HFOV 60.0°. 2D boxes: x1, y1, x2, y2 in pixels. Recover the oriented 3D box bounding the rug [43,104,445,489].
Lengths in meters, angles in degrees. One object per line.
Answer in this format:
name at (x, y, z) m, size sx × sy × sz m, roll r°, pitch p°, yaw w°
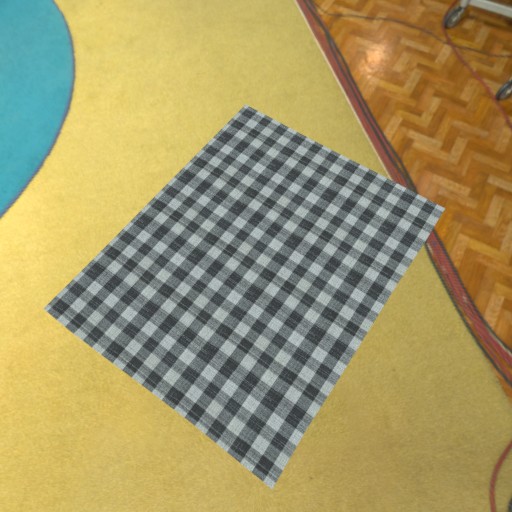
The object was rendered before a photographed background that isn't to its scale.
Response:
rug at (0.000, 0.000, 4.123) m, size 2.432 × 0.013 × 3.021 m, roll 32°, pitch 67°, yaw 16°
